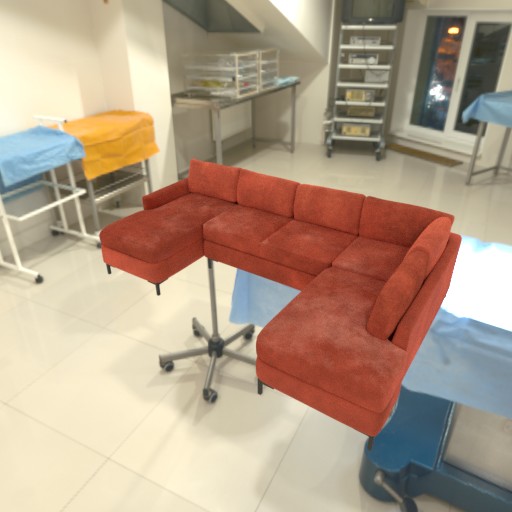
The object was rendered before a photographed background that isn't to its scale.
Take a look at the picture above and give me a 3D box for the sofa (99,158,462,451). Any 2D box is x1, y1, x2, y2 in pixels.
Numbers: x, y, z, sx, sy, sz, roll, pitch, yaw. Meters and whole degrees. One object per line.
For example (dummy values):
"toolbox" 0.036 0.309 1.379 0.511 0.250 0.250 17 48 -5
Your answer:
"sofa" 0.000 0.000 3.812 2.971 0.858 1.981 18 34 29
